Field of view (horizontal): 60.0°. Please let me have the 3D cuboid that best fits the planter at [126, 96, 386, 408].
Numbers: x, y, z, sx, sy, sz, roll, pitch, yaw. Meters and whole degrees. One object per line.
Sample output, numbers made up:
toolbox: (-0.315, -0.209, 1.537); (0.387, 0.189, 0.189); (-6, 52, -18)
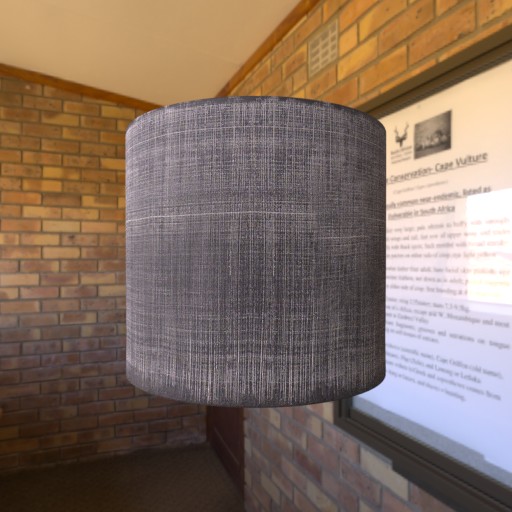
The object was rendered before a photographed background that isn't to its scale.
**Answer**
planter: (0.000, 0.000, 0.390); (0.221, 0.201, 0.221); (0, -1, 0)
